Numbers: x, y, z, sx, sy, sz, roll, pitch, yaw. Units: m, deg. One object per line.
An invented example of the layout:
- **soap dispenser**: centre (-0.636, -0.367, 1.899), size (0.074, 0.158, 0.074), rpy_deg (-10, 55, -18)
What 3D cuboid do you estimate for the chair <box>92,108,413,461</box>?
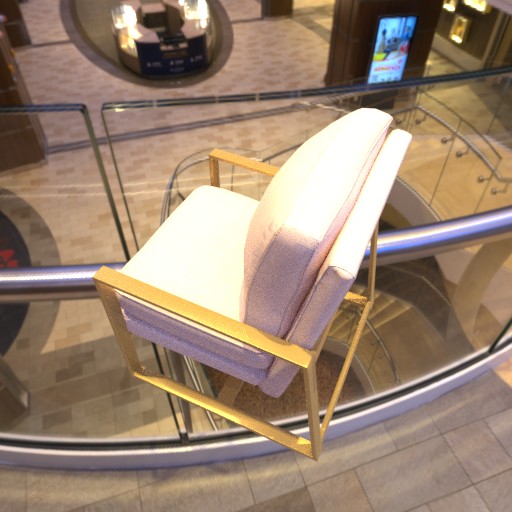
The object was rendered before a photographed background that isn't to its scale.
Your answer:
- **chair**: centre (0.000, 0.000, 1.520), size (0.813, 0.956, 0.758), rpy_deg (19, 49, 17)
